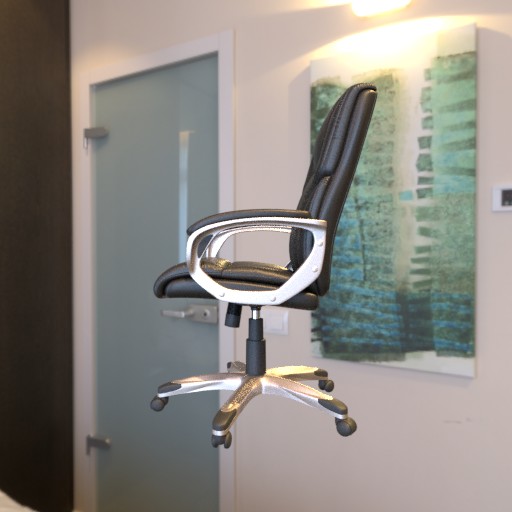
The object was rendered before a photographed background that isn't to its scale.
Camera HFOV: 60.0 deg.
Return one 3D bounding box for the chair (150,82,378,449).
[{"bbox_3d":[0.000,0.000,1.637,0.780,1.145,0.700,0,1,0],"label":"chair"}]
